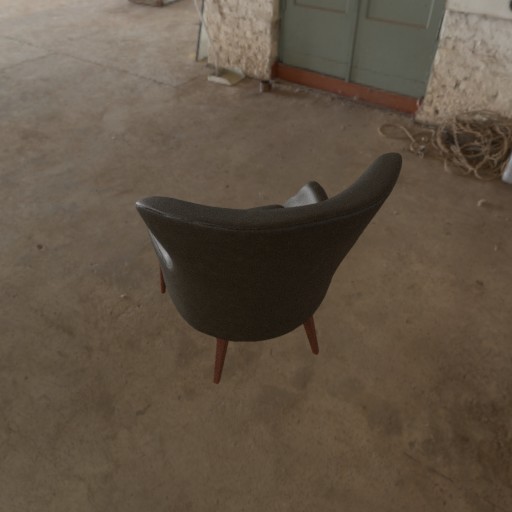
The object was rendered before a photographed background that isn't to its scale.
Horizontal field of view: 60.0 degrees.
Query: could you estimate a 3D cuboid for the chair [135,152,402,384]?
[{"bbox_3d":[0.000,0.000,1.750,0.819,1.068,0.954,-13,44,-14],"label":"chair"}]
